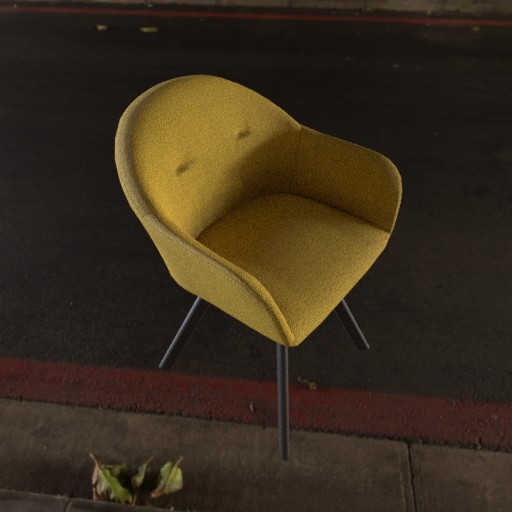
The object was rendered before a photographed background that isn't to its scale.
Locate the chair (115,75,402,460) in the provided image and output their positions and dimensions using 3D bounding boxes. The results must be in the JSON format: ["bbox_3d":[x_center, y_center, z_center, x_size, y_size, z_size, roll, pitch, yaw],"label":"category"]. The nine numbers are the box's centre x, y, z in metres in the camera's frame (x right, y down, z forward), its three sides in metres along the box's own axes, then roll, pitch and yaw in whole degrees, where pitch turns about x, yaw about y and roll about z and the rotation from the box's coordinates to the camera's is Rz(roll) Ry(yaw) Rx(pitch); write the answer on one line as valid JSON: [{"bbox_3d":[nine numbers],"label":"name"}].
[{"bbox_3d":[0.000,0.000,1.141,0.565,0.775,0.545,28,49,28],"label":"chair"}]
